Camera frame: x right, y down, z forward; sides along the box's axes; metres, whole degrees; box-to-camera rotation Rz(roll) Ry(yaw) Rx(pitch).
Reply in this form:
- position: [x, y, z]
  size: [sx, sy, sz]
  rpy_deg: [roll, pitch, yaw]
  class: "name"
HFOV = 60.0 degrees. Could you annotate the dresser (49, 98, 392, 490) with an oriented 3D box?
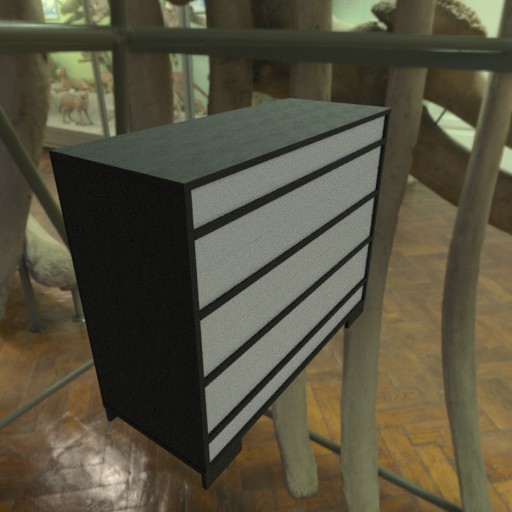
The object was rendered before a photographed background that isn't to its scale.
- position: [0.000, 0.000, 1.409]
  size: [0.404, 0.816, 0.994]
  rpy_deg: [18, 32, 31]
  class: "dresser"
